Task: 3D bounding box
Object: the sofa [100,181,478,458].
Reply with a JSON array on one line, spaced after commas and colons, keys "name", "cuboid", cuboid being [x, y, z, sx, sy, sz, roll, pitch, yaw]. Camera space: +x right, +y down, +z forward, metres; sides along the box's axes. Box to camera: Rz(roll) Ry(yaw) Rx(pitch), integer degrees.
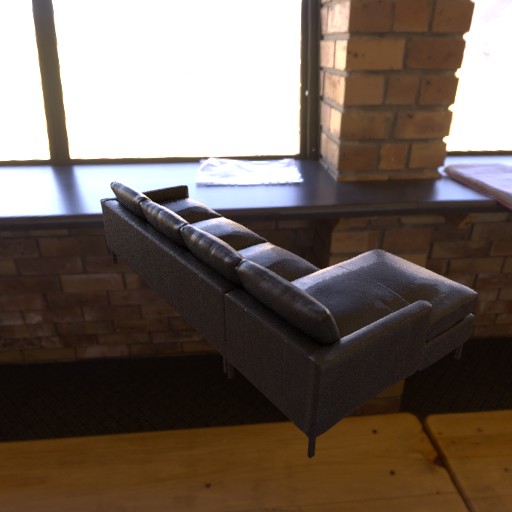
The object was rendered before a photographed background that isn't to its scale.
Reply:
[{"name": "sofa", "cuboid": [0.000, 0.000, 3.590, 1.471, 0.859, 2.993, -18, 31, -32]}]
